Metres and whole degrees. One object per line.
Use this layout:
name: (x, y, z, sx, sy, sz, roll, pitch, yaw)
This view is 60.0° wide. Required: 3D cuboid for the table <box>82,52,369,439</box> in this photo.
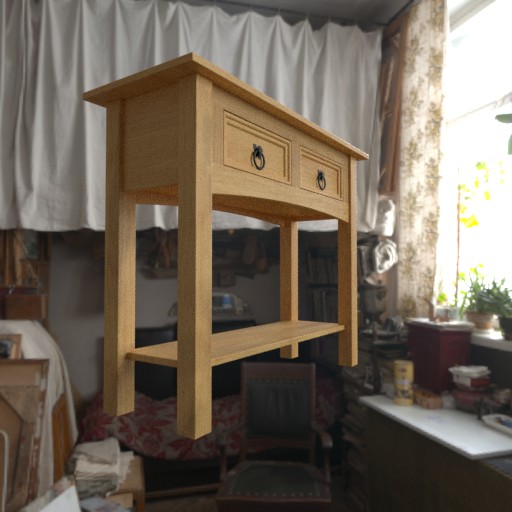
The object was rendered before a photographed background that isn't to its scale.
table: (0.000, 0.000, 1.273, 0.340, 0.728, 0.900, -1, -2, 35)
